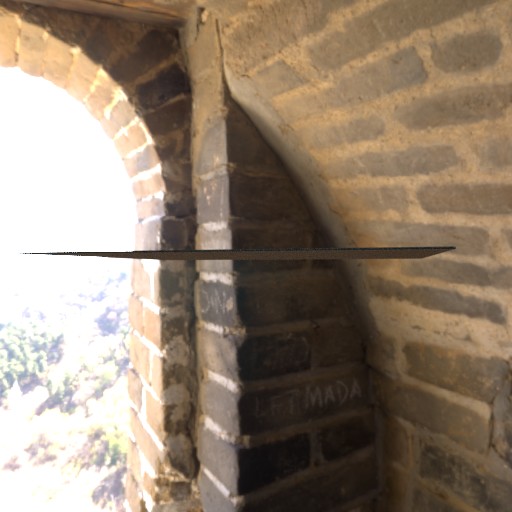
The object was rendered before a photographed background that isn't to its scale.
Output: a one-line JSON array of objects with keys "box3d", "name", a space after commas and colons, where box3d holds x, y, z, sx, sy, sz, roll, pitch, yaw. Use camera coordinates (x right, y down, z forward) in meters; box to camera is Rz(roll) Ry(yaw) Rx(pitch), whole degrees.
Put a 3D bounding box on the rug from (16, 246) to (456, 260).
[{"box3d": [0.000, 0.000, 4.072, 3.050, 0.016, 2.441, 0, -2, 16], "name": "rug"}]
